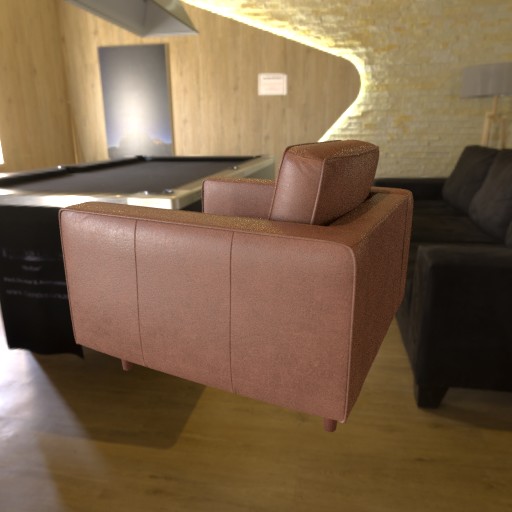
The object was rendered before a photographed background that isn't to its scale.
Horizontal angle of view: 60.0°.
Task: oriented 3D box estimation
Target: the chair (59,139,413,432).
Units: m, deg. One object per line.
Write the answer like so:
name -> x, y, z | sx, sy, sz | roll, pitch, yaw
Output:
chair -> 0.000, 0.000, 1.515 | 0.900, 0.770, 0.920 | 8, 18, 25
